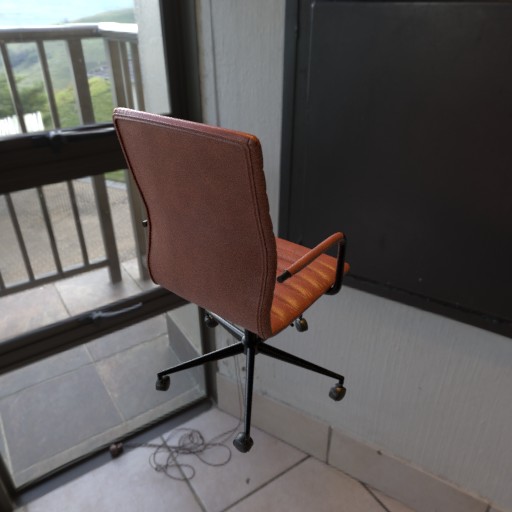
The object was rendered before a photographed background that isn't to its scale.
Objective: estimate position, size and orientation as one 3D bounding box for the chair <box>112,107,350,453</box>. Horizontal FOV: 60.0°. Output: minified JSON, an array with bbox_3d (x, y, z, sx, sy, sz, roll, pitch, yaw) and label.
[{"bbox_3d":[0.000,0.000,1.281,0.600,0.878,0.578,21,36,32],"label":"chair"}]
